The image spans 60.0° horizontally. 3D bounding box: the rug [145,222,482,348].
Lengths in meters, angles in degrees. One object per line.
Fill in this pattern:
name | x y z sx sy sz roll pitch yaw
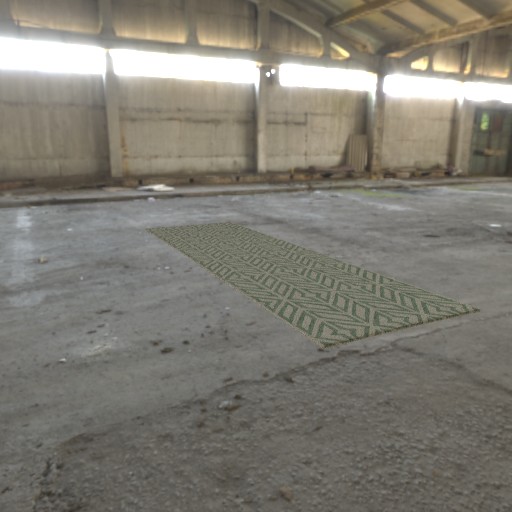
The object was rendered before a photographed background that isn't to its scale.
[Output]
rug | 0.000 0.000 2.625 0.750 0.009 2.435 -7 15 -26
